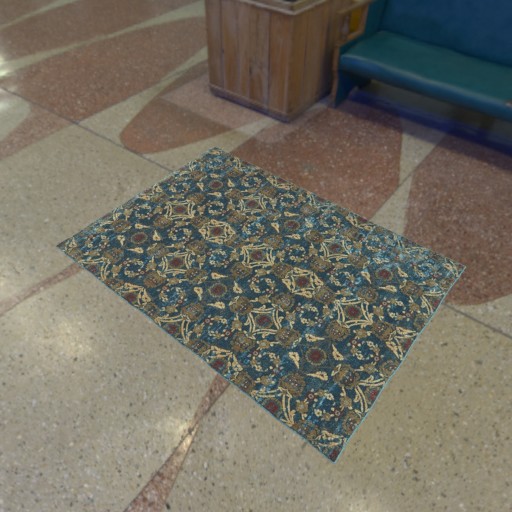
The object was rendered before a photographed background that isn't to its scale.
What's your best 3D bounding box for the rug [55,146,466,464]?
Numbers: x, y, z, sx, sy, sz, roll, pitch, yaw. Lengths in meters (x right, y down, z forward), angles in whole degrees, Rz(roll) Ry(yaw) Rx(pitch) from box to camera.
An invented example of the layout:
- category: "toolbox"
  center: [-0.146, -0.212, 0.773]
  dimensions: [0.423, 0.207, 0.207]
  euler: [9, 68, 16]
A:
- category: "rug"
  center: [0.000, 0.000, 2.912]
  dimensions: [2.207, 0.014, 1.567]
  euler: [31, 54, 26]
